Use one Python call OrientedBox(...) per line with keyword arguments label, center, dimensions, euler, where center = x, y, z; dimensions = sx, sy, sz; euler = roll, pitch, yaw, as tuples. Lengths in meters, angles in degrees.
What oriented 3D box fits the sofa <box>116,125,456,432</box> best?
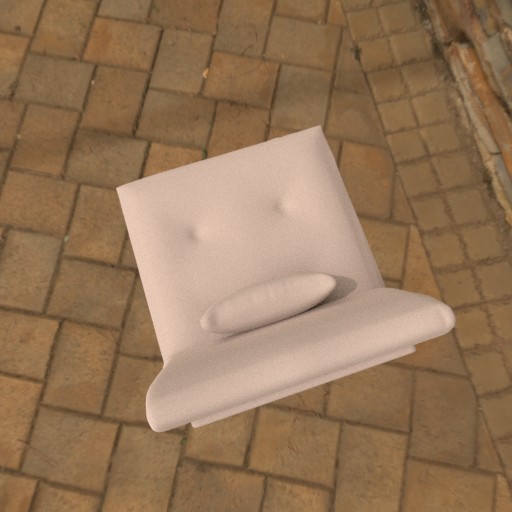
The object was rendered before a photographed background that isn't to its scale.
OrientedBox(label="sofa", center=(0.000, 0.000, 1.691), dimensions=(0.935, 0.828, 1.000), euler=(-18, 76, -4))
